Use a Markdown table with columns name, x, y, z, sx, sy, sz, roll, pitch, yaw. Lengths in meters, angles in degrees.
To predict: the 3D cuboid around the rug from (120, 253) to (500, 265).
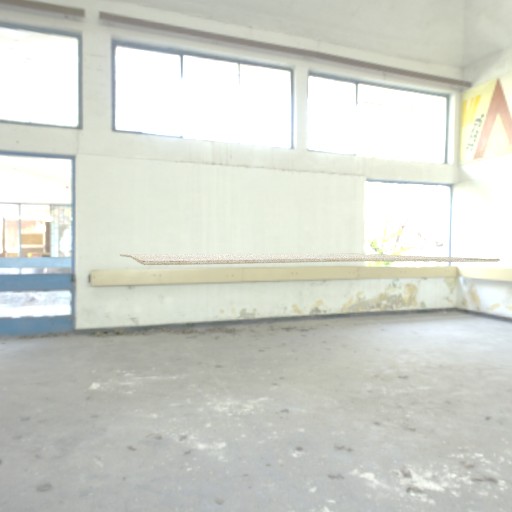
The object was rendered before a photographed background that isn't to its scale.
| name | x | y | z | sx | sy | sz | roll | pitch | yaw |
| --- | --- | --- | --- | --- | --- | --- | --- | --- | --- |
| rug | 0.000 | 0.000 | 2.838 | 1.596 | 0.030 | 2.283 | 0 | 1 | -19 |
